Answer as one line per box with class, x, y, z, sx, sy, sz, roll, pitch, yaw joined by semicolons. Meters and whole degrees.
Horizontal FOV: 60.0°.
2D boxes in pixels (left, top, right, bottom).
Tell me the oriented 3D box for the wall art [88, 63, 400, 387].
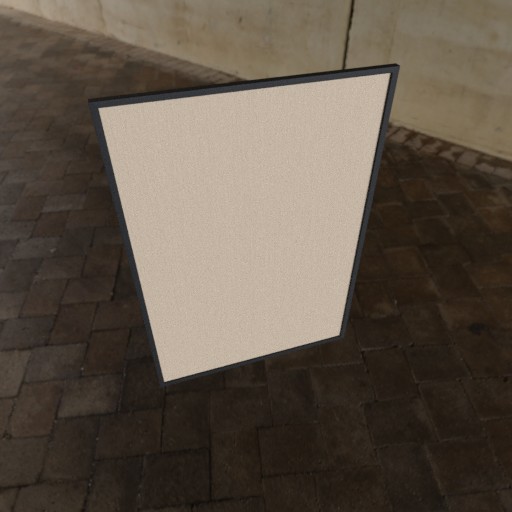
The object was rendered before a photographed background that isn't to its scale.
wall art;0.000;0.000;0.842;0.457;0.657;0.013;-12;43;-13
